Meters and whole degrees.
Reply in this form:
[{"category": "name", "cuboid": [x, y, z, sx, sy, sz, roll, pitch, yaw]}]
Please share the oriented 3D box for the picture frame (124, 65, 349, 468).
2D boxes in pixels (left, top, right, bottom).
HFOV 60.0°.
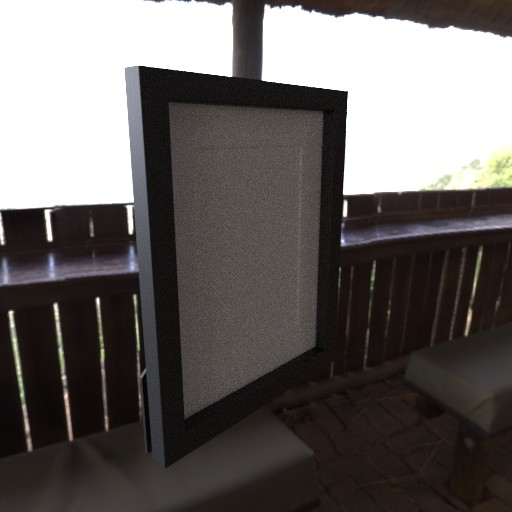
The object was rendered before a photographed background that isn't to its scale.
[{"category": "picture frame", "cuboid": [0.000, 0.000, 0.520, 0.036, 0.383, 0.307, 14, 21, 42]}]
